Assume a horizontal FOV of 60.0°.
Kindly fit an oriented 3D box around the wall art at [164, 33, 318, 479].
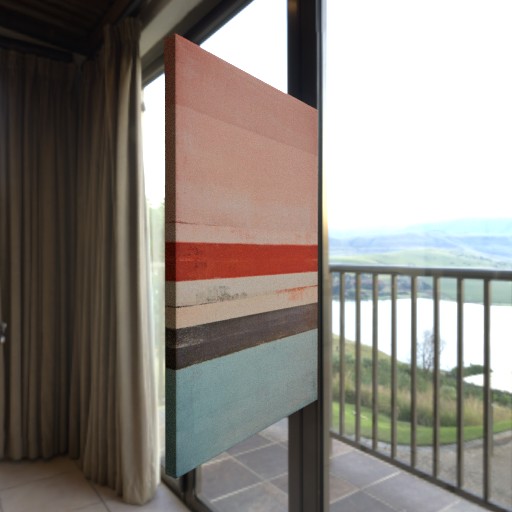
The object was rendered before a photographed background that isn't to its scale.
[{"bbox_3d":[0.000,0.000,1.166,0.038,0.914,0.610,0,1,36],"label":"wall art"}]
